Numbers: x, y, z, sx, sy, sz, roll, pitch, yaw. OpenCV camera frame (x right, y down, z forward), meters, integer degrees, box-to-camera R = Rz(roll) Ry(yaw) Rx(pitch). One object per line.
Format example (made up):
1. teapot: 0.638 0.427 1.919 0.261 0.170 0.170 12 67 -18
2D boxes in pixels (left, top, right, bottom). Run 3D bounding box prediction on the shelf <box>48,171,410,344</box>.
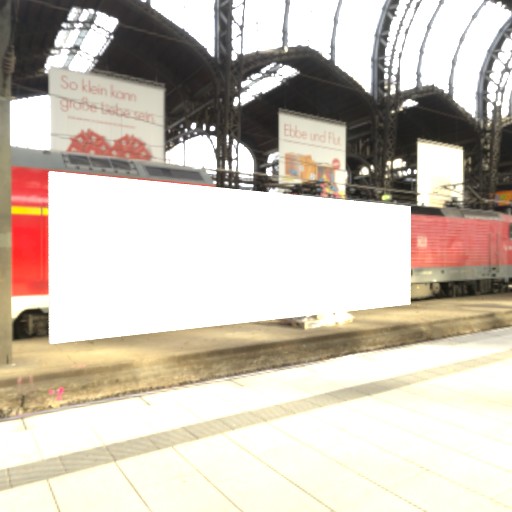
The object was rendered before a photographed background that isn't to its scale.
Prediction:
1. shelf: 0.000 0.000 1.146 1.020 0.300 0.200 0 1 -35
